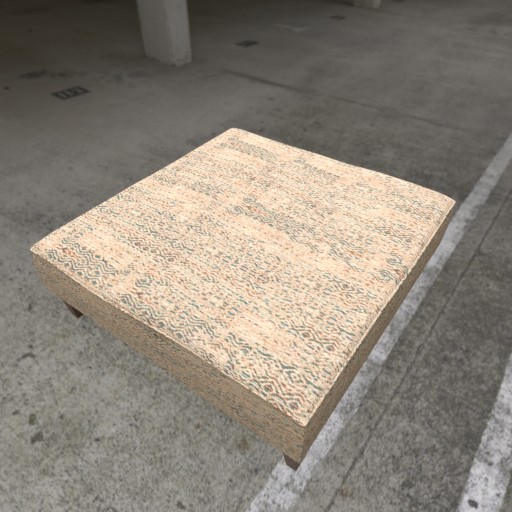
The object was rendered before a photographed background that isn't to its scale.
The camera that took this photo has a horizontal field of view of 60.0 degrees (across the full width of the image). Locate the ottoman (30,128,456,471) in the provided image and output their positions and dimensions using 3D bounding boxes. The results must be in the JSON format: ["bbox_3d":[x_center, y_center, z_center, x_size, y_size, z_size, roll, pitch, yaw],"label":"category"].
[{"bbox_3d":[0.000,0.000,1.500,0.968,0.356,1.004,25,47,26],"label":"ottoman"}]
